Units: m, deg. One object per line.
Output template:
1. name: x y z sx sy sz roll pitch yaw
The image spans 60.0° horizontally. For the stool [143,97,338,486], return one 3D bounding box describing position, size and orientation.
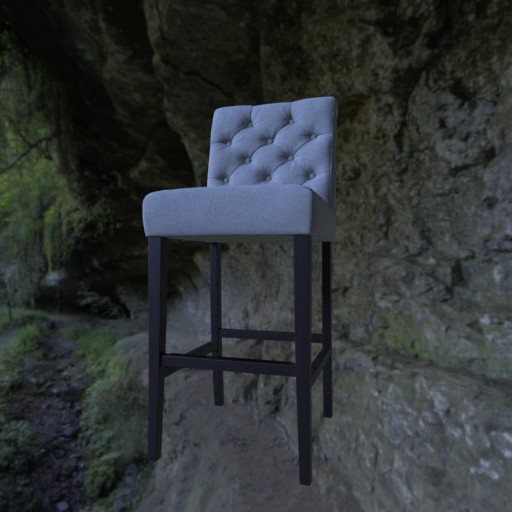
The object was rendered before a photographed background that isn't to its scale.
1. stool: 0.000 0.000 1.430 0.493 1.140 0.601 0 0 17
